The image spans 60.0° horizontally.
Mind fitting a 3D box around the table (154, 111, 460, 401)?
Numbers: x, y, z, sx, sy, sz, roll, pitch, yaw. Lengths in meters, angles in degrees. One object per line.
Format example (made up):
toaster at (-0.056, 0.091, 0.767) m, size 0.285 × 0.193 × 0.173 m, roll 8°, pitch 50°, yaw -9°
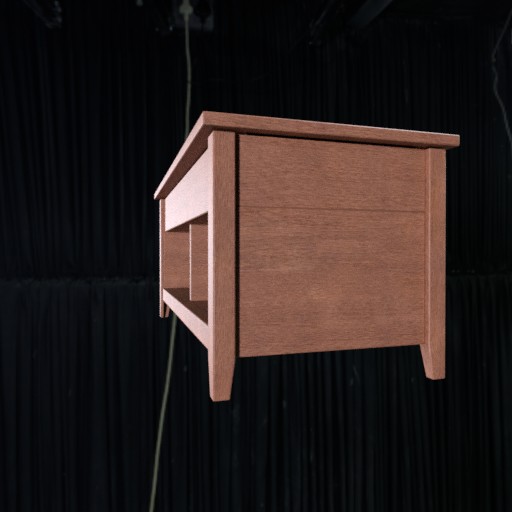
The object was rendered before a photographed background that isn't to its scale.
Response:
table at (0.000, 0.000, 1.242) m, size 0.483 × 0.457 × 1.016 m, roll 0°, pitch 0°, yaw -17°
